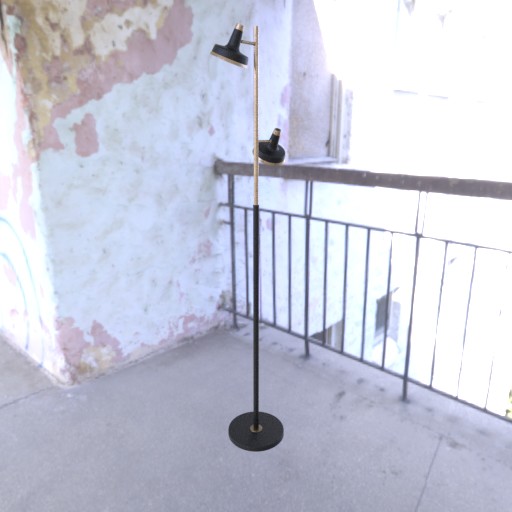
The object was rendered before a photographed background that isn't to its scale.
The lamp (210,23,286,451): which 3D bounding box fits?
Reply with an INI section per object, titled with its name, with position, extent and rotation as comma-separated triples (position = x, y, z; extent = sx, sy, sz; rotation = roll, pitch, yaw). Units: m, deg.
[lamp]
position = 0.000, 0.000, 1.785
extent = 0.351, 1.674, 0.253
rotation = -16, 22, -43
